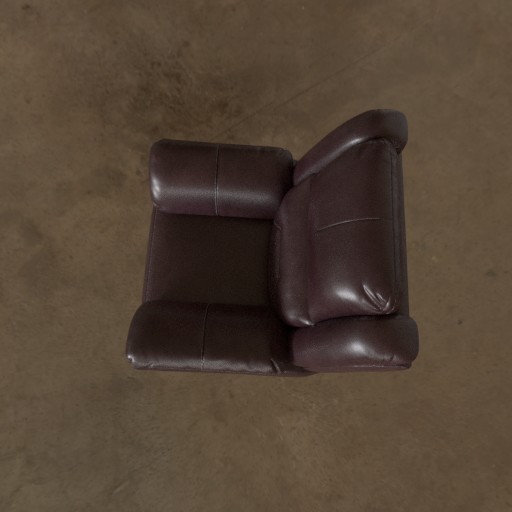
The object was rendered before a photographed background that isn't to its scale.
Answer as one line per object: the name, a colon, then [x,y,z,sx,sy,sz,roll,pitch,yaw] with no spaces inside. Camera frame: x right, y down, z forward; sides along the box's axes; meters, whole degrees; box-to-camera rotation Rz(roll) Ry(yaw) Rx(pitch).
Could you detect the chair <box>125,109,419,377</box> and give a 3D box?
chair: [0.000,0.000,1.900,1.041,1.093,0.990,3,74,1]
